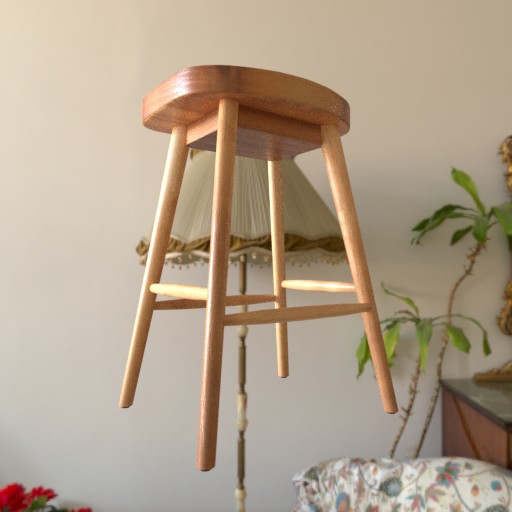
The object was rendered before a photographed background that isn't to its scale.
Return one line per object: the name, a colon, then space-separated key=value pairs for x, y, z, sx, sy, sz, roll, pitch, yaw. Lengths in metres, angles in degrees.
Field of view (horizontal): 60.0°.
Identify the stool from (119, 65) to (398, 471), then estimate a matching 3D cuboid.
stool: x=0.000 y=0.000 z=0.891 sx=0.440 sy=0.615 sz=0.361 roll=1 pitch=-1 yaw=-35
